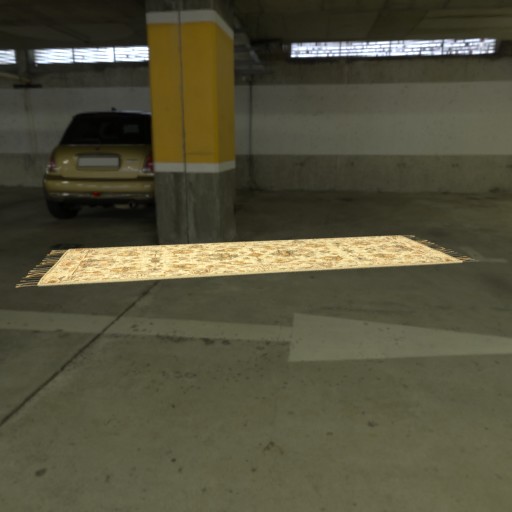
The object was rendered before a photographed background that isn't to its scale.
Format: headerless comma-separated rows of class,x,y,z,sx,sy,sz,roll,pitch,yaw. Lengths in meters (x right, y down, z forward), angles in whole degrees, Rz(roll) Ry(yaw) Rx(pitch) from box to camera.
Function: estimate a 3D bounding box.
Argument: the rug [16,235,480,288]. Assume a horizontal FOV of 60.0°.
rug,0.000,0.000,2.621,2.438,0.021,0.729,-3,15,-10
